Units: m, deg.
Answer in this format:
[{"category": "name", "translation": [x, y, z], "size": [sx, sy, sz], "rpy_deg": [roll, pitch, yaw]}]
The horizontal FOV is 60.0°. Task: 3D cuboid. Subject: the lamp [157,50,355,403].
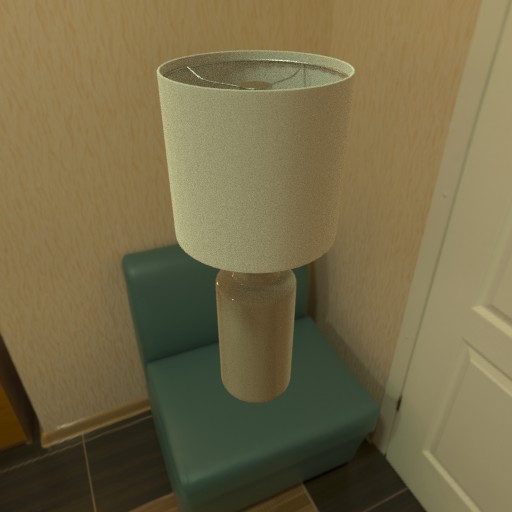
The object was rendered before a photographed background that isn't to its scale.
[{"category": "lamp", "translation": [0.000, 0.000, 0.617], "size": [0.212, 0.493, 0.212], "rpy_deg": [22, 39, 29]}]
